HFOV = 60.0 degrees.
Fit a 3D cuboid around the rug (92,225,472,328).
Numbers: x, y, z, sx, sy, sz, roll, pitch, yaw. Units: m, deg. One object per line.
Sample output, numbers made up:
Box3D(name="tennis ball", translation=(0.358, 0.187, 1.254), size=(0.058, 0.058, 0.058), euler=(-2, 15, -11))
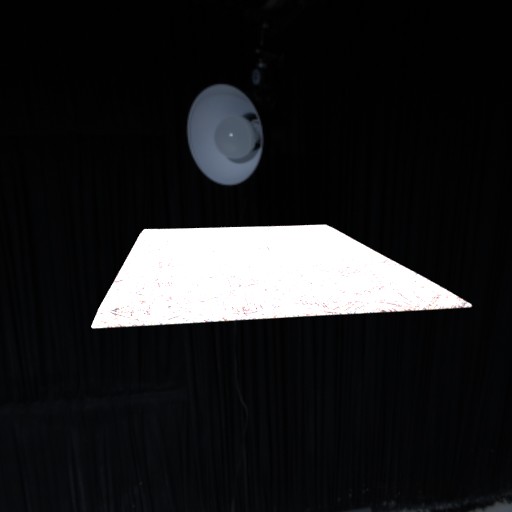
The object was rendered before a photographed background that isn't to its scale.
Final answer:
Box3D(name="rug", translation=(0.000, 0.000, 4.275), size=(2.436, 0.024, 3.226), euler=(-2, 14, -8))
